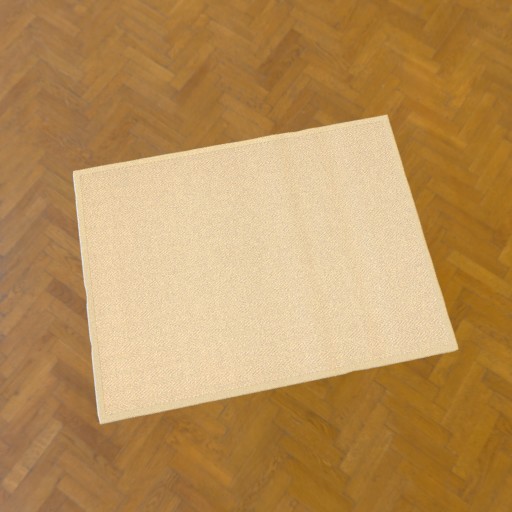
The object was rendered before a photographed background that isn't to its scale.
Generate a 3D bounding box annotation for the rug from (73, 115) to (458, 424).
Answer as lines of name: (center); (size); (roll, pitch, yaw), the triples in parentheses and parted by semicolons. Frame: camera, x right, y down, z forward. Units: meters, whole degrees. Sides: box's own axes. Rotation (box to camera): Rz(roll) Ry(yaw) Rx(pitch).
rug: (0.000, 0.000, 4.734); (3.659, 0.037, 2.734); (-11, 76, -3)
